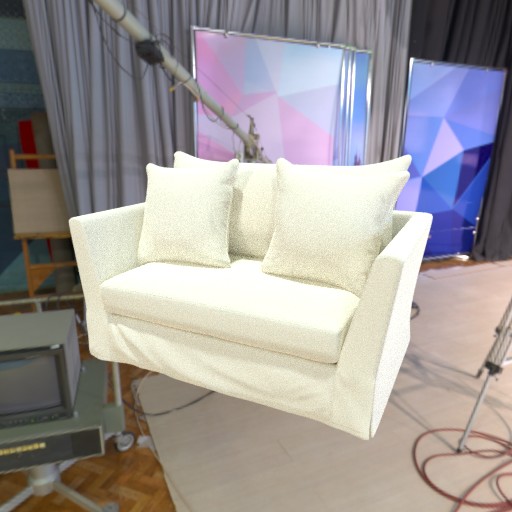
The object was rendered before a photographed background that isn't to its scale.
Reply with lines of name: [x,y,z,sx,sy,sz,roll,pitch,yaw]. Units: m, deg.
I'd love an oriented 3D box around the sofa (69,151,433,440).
sofa: [0.000,0.000,2.325,1.608,1.039,1.026,8,18,26]
